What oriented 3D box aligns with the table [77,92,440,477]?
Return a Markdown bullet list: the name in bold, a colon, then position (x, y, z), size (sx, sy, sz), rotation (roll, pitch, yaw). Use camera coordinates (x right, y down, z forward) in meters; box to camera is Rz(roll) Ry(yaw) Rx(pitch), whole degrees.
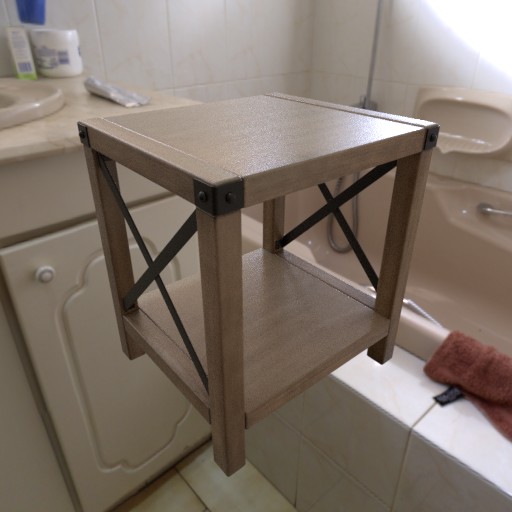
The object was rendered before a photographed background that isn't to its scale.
- **table**: position (0.000, 0.000, 0.944), size (0.510, 0.561, 0.459), rotation (-22, 36, -34)
